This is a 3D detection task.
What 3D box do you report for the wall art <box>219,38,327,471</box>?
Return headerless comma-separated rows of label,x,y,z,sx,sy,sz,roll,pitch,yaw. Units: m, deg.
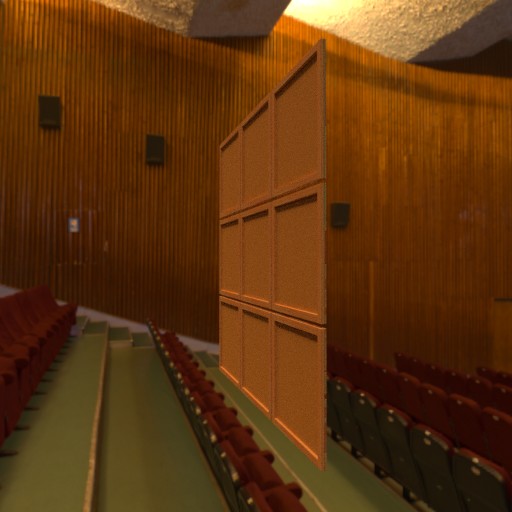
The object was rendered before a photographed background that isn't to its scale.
wall art,0.000,0.000,1.365,0.012,0.910,0.911,0,-1,-18
